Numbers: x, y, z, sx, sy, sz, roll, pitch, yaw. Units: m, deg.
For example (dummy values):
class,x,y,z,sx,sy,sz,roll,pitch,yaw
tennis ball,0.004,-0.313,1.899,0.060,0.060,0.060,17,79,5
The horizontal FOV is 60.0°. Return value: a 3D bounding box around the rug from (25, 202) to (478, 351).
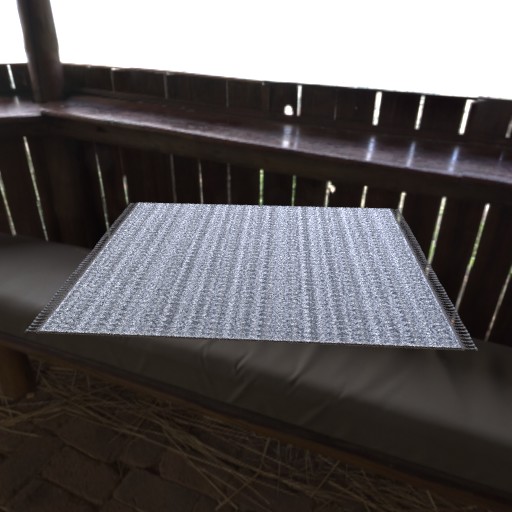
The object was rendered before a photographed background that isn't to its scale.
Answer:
class,x,y,z,sx,sy,sz,roll,pitch,yaw
rug,0.000,0.000,3.812,2.910,0.013,2.256,2,29,3
